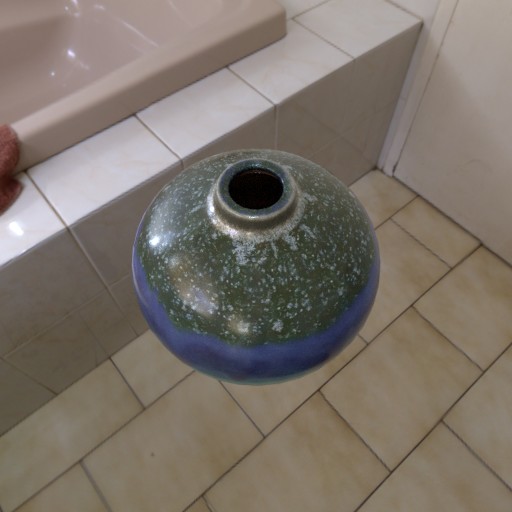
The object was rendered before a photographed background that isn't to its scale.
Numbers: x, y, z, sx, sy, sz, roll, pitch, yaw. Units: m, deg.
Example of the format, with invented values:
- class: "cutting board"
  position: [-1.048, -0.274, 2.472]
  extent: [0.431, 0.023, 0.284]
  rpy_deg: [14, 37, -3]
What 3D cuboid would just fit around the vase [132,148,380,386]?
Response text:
- class: "vase"
  position: [0.000, 0.000, 0.277]
  extent: [0.154, 0.133, 0.154]
  rpy_deg: [0, 59, 0]
